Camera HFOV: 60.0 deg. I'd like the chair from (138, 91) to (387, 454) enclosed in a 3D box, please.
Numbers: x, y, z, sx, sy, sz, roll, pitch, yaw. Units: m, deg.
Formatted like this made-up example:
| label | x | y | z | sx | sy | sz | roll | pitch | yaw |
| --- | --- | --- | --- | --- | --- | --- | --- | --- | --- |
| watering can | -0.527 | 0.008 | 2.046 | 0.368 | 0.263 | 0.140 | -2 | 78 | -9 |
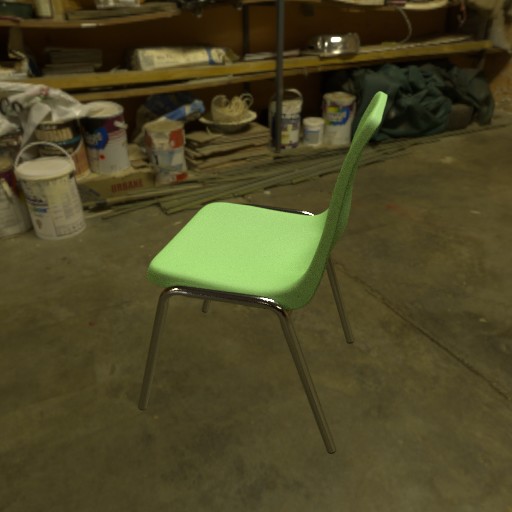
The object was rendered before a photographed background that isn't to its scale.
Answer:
| label | x | y | z | sx | sy | sz | roll | pitch | yaw |
| --- | --- | --- | --- | --- | --- | --- | --- | --- | --- |
| chair | 0.000 | 0.000 | 0.915 | 0.436 | 0.653 | 0.381 | 9 | 32 | 14 |
